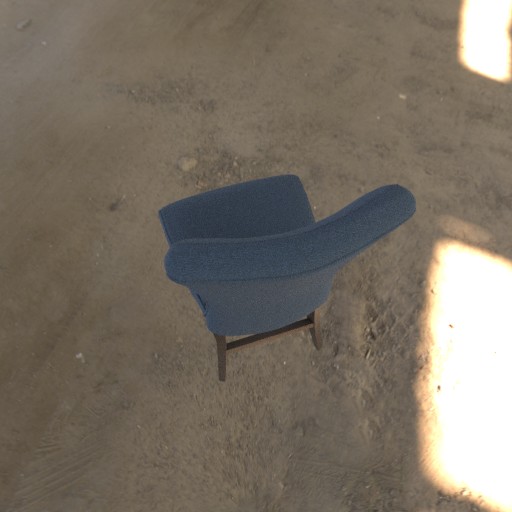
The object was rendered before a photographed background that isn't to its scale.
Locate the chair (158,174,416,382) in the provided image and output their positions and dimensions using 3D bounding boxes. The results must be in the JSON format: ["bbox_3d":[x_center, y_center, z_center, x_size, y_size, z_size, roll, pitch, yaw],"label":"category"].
[{"bbox_3d":[0.000,0.000,1.386,0.520,0.991,0.660,-16,60,-9],"label":"chair"}]
